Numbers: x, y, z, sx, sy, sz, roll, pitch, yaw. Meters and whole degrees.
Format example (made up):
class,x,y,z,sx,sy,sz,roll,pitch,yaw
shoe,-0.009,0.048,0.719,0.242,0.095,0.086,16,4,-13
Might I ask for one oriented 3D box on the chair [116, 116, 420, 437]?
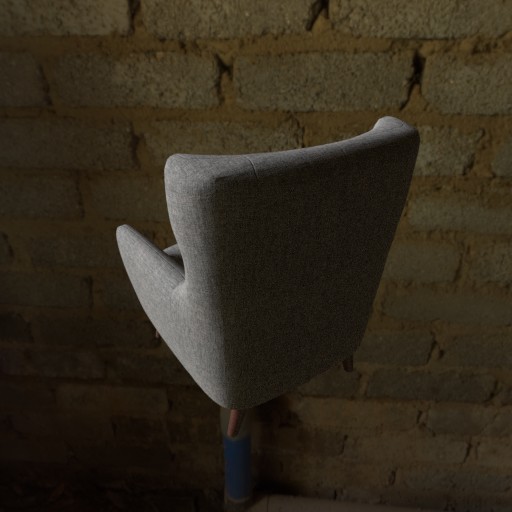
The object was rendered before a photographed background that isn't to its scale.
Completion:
class,x,y,z,sx,sy,sz,roll,pitch,yaw
chair,0.000,0.000,1.752,0.878,1.063,0.904,-18,34,-29
